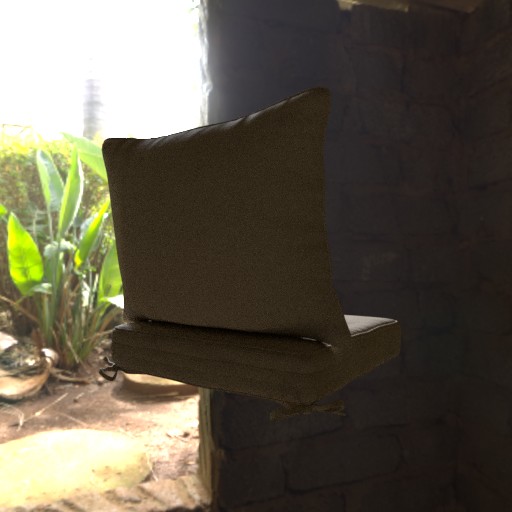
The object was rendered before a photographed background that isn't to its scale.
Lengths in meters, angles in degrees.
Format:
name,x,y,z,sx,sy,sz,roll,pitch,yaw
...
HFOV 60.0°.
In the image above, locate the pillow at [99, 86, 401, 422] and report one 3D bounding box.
name,x,y,z,sx,sy,sz,roll,pitch,yaw
pillow,0.000,0.000,1.374,0.798,0.716,0.733,0,-1,35
